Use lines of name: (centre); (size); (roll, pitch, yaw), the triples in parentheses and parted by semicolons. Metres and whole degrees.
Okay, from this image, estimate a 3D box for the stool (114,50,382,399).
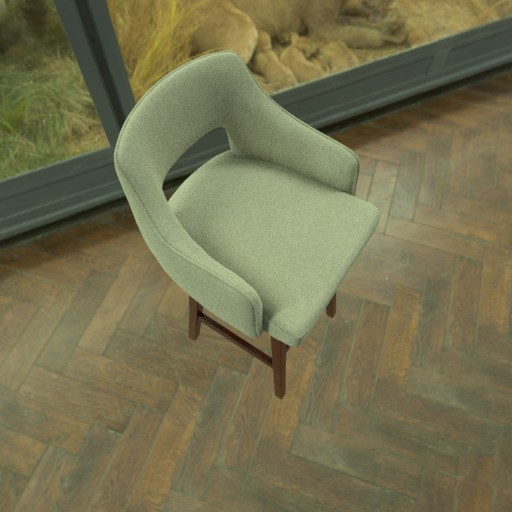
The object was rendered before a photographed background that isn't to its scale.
stool: (0.000, 0.000, 1.373); (0.560, 1.041, 0.550); (30, 64, 17)
